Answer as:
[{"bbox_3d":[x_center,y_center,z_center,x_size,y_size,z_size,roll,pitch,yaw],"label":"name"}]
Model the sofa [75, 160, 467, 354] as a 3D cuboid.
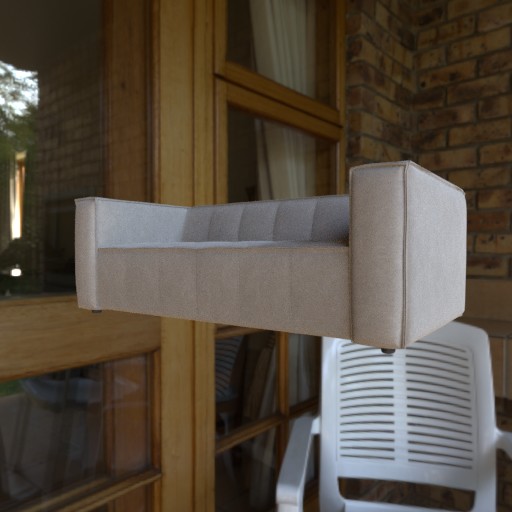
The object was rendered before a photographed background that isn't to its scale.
[{"bbox_3d":[0.000,0.000,2.451,1.995,0.680,1.038,1,1,36],"label":"sofa"}]
